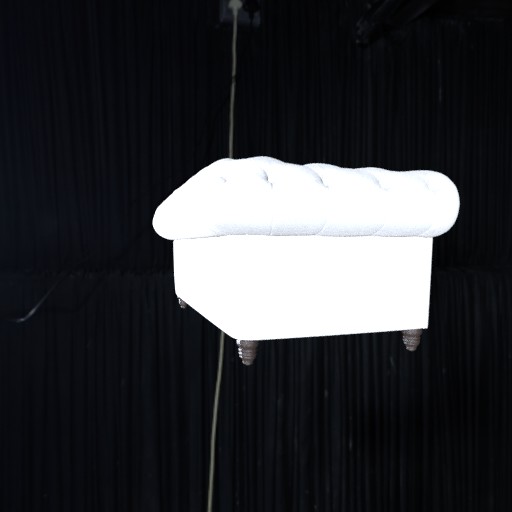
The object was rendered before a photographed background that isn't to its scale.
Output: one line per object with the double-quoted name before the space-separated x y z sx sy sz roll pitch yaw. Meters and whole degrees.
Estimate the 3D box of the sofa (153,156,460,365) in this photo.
"sofa" 0.000 0.000 2.450 0.986 0.764 1.998 0 2 -18
